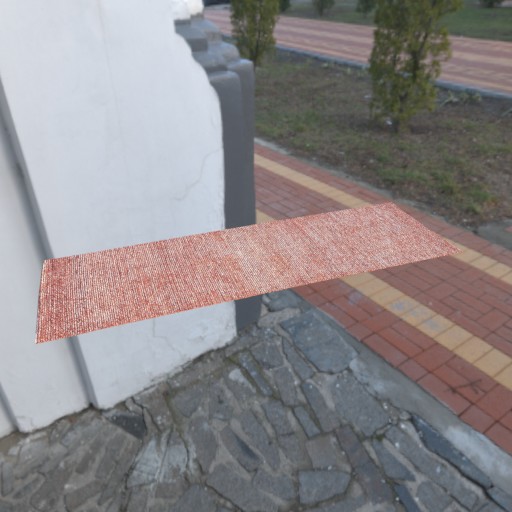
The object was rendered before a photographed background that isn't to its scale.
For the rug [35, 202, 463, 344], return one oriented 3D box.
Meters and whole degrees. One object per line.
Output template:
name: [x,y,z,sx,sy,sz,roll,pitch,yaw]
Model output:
rug: [0.000,0.000,2.590,2.353,0.013,0.718,-11,34,-16]
